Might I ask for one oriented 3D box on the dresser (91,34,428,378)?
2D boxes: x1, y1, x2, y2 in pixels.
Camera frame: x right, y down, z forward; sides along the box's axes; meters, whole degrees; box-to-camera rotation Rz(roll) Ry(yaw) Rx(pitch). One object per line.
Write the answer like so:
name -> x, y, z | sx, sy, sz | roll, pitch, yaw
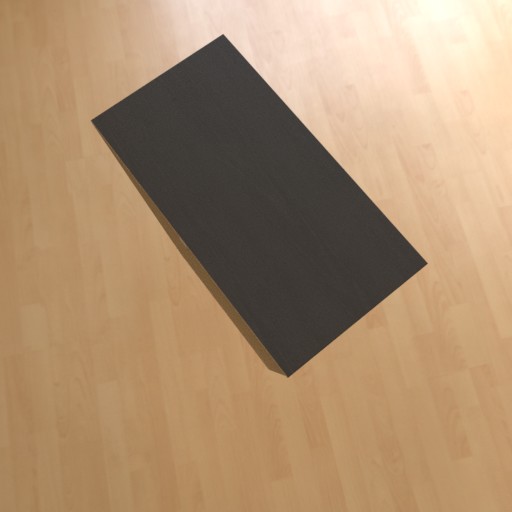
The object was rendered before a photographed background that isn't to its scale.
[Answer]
dresser -> 0.000, 0.000, 1.562 | 0.399, 1.255, 0.704 | -37, 79, -8
